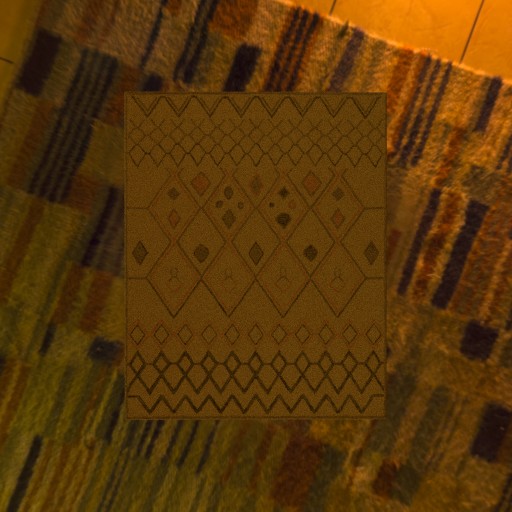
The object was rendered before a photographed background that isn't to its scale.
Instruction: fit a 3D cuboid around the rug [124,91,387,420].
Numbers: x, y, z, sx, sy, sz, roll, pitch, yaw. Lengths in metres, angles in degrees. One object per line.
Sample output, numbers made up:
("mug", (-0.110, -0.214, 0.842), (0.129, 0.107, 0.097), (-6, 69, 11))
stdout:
("rug", (0.000, 0.000, 4.129), (2.441, 0.016, 3.050), (0, 90, 0))
